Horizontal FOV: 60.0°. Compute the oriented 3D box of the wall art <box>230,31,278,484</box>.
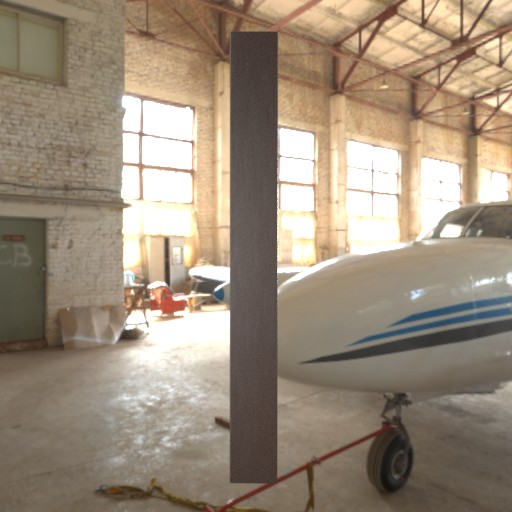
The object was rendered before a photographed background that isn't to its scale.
[{"bbox_3d":[0.000,0.000,0.518,0.038,0.350,0.350,0,1,0],"label":"wall art"}]
